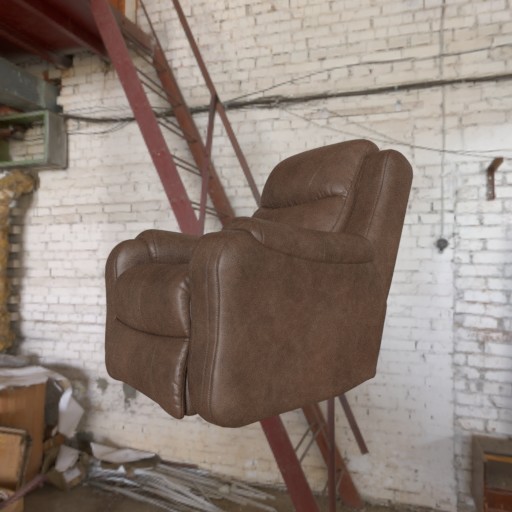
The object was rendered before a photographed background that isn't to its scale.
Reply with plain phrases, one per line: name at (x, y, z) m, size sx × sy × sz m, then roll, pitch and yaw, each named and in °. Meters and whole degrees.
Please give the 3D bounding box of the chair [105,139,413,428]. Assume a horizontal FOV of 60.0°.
chair at (0.000, 0.000, 1.813) m, size 1.067 × 0.990 × 0.940 m, roll 0°, pitch -1°, yaw -37°
